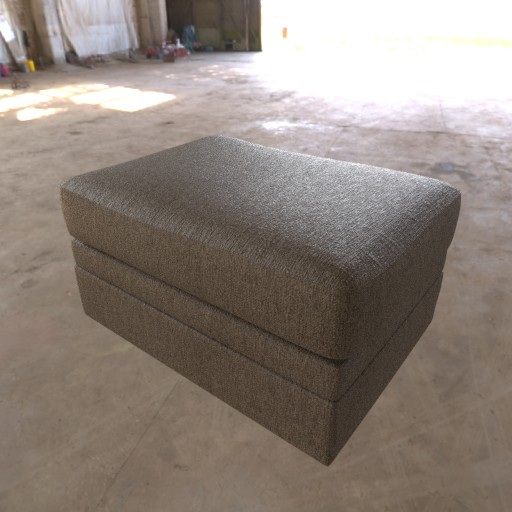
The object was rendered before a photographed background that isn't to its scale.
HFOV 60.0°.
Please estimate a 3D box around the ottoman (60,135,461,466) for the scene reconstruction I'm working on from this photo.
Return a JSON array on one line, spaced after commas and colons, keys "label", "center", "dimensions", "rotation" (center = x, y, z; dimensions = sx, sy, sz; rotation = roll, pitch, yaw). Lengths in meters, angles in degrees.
[{"label": "ottoman", "center": [0.000, 0.000, 1.215], "dimensions": [0.885, 0.478, 0.637], "rotation": [21, 35, 33]}]
